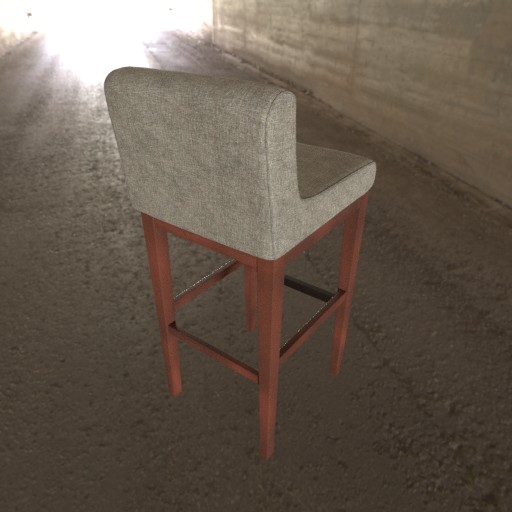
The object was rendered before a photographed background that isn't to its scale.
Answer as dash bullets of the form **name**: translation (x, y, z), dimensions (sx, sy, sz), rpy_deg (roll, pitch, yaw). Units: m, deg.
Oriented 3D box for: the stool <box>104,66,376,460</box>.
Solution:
- **stool**: translation (0.000, 0.000, 1.193), dimensions (0.426, 0.965, 0.499), rpy_deg (21, 37, 31)
